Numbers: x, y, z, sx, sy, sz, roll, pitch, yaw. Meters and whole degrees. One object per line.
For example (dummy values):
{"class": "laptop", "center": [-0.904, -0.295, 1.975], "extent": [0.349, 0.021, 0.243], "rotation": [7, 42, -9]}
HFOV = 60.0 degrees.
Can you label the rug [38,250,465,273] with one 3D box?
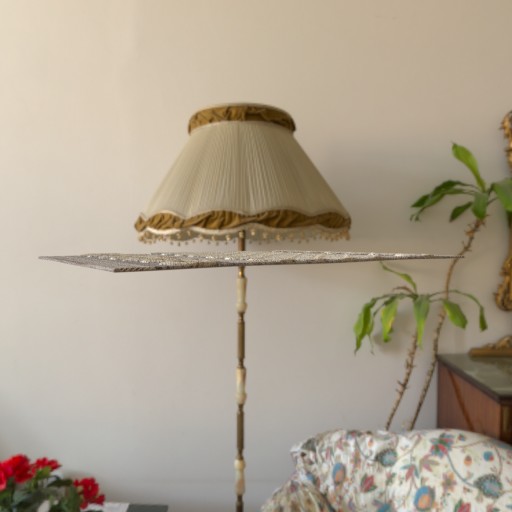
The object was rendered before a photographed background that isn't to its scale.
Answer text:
{"class": "rug", "center": [0.000, 0.000, 2.877], "extent": [2.333, 0.033, 1.513], "rotation": [-1, 2, -36]}
